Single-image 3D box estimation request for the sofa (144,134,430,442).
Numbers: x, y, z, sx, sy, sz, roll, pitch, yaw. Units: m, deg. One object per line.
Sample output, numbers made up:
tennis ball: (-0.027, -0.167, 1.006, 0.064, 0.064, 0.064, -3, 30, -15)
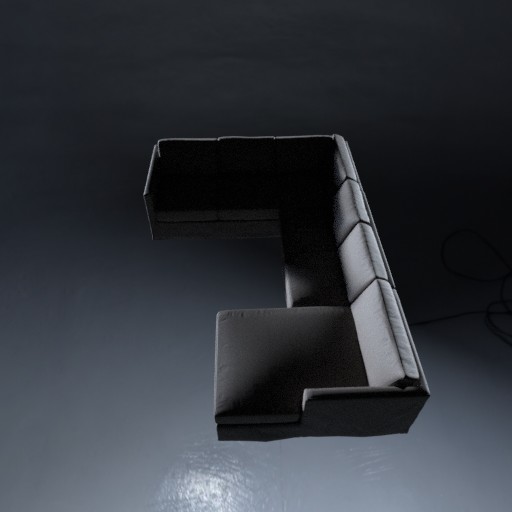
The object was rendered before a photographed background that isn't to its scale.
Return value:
sofa: (0.000, 0.000, 4.543, 2.427, 0.882, 3.460, -2, 46, -1)
